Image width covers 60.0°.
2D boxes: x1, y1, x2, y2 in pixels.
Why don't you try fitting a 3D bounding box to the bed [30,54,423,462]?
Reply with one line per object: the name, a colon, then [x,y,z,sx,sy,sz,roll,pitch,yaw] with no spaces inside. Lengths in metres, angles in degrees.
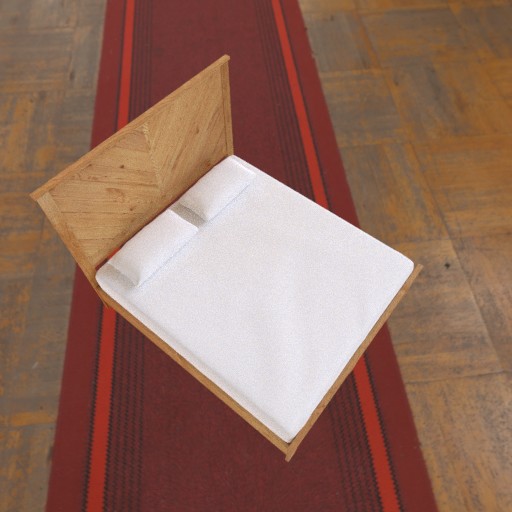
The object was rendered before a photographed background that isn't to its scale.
bed: [0.000,0.000,4.151,2.530,1.938,2.225,34,64,20]
